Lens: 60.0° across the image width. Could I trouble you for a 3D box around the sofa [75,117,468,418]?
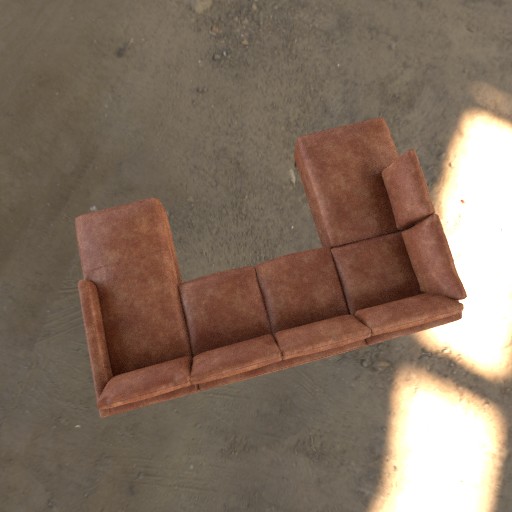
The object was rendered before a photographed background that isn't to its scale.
[{"bbox_3d":[0.000,0.000,3.826,2.956,0.900,1.939,-14,77,-3],"label":"sofa"}]
